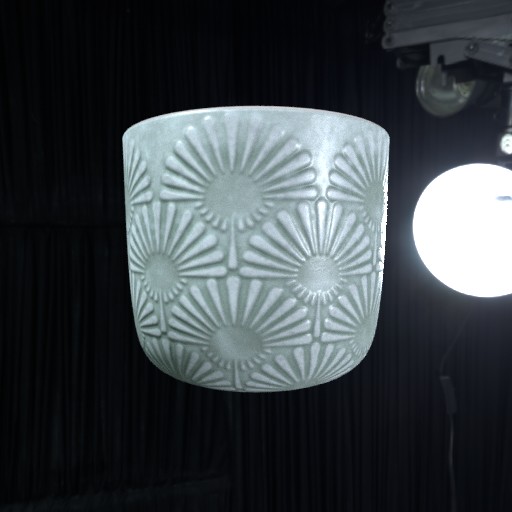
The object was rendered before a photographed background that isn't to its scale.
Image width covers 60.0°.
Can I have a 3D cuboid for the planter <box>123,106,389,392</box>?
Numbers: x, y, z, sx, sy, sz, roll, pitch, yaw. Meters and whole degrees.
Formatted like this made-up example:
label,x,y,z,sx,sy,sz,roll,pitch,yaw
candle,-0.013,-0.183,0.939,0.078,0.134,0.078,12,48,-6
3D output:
label,x,y,z,sx,sy,sz,roll,pitch,yaw
planter,0.000,0.000,0.217,0.124,0.109,0.124,0,2,0
